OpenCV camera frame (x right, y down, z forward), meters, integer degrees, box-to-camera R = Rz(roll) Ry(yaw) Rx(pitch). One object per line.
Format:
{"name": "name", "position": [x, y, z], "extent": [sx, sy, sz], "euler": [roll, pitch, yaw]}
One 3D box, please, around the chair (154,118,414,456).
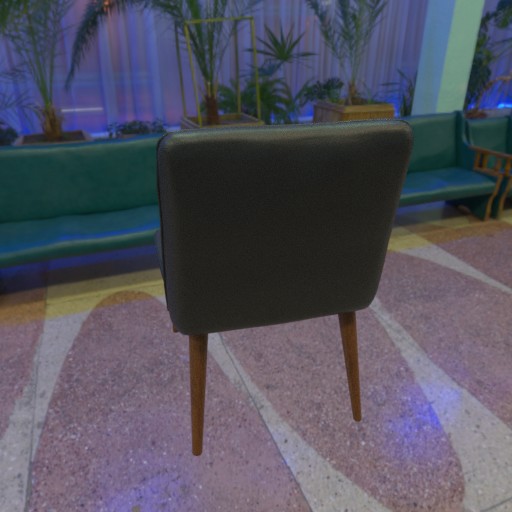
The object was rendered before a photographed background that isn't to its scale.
{"name": "chair", "position": [0.000, 0.000, 1.208], "extent": [0.543, 0.801, 0.645], "euler": [-9, 29, -17]}
